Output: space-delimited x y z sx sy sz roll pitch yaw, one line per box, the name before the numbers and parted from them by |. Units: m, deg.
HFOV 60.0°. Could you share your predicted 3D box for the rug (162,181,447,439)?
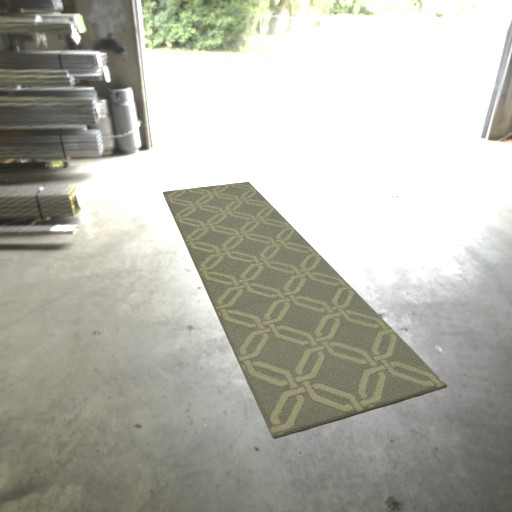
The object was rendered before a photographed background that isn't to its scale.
rug | 0.000 0.000 2.442 0.678 0.014 2.276 -10 31 -17
